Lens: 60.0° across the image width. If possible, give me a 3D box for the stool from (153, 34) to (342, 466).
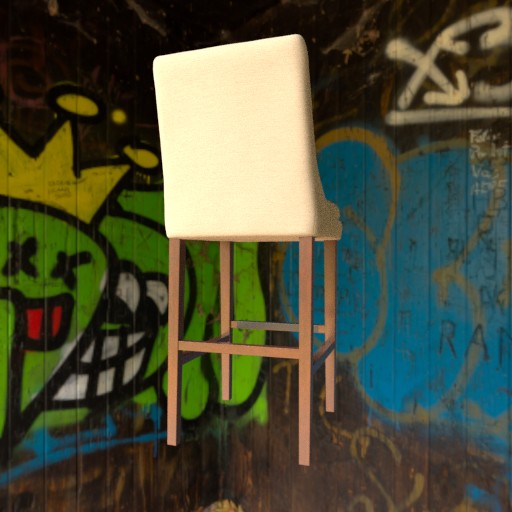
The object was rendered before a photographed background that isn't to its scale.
[{"bbox_3d":[0.000,0.000,1.376,0.470,1.078,0.577,0,0,18],"label":"stool"}]
